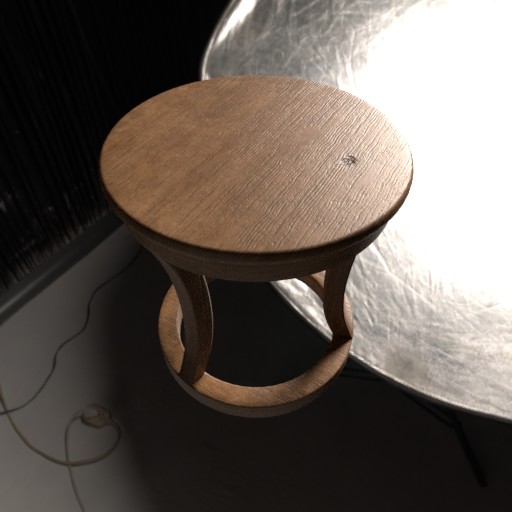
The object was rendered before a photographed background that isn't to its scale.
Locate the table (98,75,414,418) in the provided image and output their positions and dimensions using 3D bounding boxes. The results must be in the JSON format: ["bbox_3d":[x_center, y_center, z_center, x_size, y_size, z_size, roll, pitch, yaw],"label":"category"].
[{"bbox_3d":[0.000,0.000,0.785,0.432,0.460,0.432,0,47,0],"label":"table"}]
